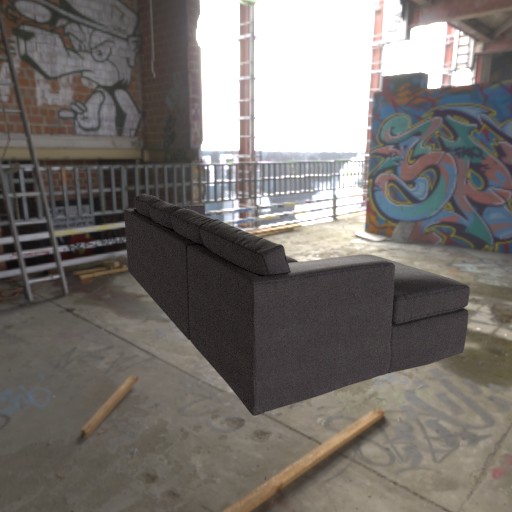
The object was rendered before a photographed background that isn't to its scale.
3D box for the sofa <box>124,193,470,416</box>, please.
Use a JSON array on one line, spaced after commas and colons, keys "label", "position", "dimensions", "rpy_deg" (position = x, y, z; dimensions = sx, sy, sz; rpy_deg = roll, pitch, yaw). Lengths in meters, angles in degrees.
[{"label": "sofa", "position": [0.000, 0.000, 3.912], "dimensions": [1.650, 0.922, 3.205], "rpy_deg": [-7, 15, -26]}]
